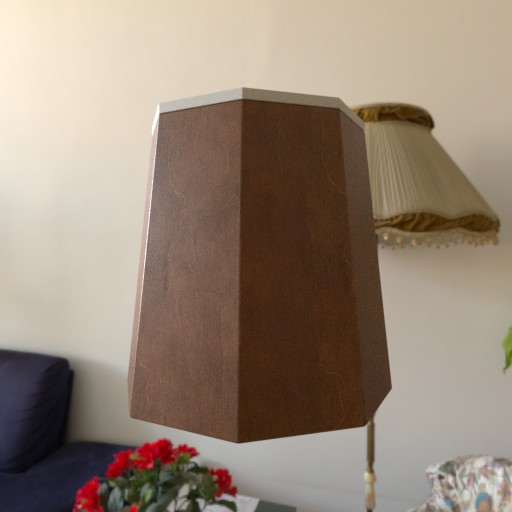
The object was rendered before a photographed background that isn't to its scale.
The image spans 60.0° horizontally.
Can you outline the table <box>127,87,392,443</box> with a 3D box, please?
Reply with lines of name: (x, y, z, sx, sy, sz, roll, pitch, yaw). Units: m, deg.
table: (0.000, 0.000, 0.778, 0.439, 0.457, 0.439, 0, 1, -19)
